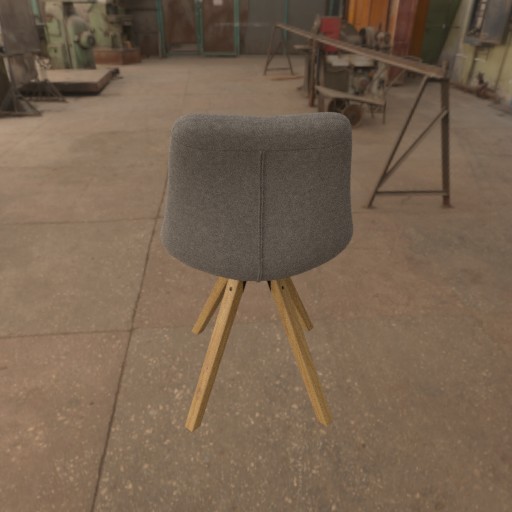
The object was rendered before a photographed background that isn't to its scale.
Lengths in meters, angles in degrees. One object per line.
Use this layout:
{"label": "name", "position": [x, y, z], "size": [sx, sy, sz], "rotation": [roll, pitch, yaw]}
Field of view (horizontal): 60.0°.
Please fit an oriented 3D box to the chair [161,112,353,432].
{"label": "chair", "position": [0.000, 0.000, 1.207], "size": [0.483, 0.865, 0.550], "rotation": [-1, 30, -2]}
